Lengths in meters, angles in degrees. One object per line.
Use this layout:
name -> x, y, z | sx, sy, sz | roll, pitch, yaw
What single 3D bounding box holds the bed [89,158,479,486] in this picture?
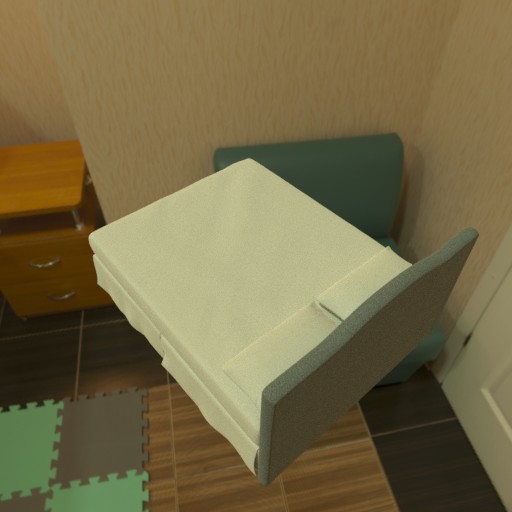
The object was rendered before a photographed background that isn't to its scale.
bed -> 0.000, 0.000, 3.934 | 2.161, 1.457, 2.689 | -31, 54, -27
